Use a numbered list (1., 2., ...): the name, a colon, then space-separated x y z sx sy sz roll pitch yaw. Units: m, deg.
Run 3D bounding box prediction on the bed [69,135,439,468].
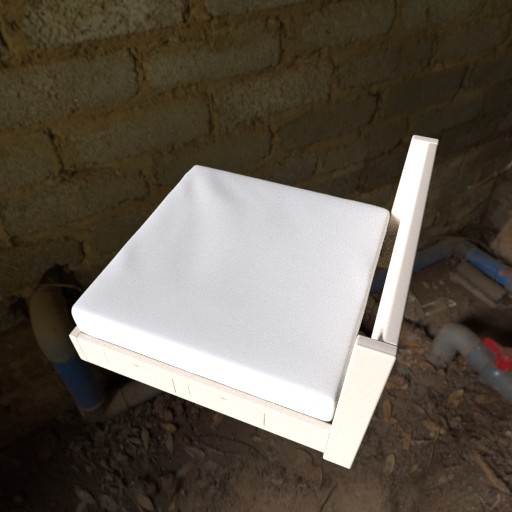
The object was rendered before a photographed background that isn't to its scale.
1. bed: 0.000 0.000 3.620 2.293 1.471 2.145 16 47 15
